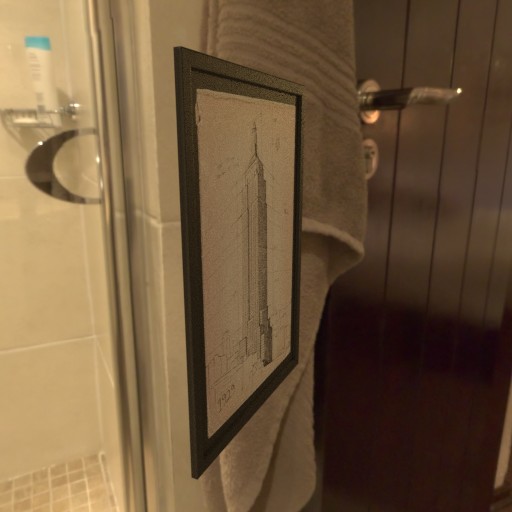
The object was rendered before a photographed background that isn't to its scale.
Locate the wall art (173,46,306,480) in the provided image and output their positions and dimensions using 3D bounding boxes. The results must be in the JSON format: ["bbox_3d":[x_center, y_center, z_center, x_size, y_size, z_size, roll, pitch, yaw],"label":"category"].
[{"bbox_3d":[0.000,0.000,0.849,0.012,0.661,0.451,7,16,26],"label":"wall art"}]
